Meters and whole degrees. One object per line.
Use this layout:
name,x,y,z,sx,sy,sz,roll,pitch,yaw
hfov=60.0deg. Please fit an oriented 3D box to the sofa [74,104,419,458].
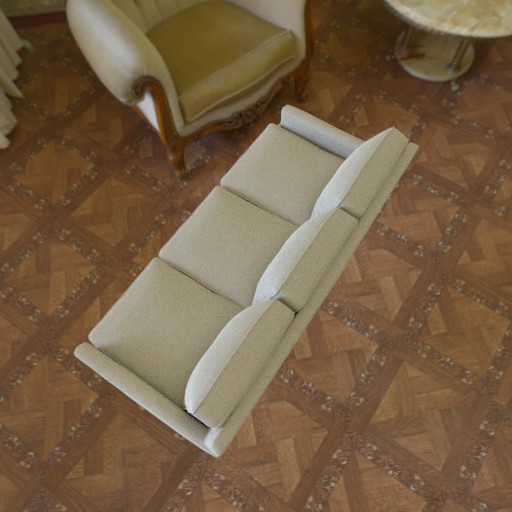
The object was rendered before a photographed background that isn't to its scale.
sofa,0.000,0.000,2.847,1.084,1.003,2.246,31,67,14
